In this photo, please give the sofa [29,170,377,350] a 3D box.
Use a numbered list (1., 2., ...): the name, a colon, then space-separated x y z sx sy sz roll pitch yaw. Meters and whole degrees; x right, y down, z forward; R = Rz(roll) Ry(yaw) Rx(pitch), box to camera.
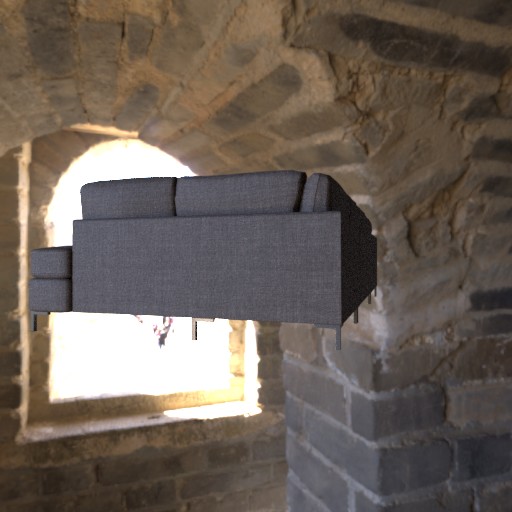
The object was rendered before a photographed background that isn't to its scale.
1. sofa: 0.000 0.000 4.208 2.048 0.999 3.423 0 0 18
